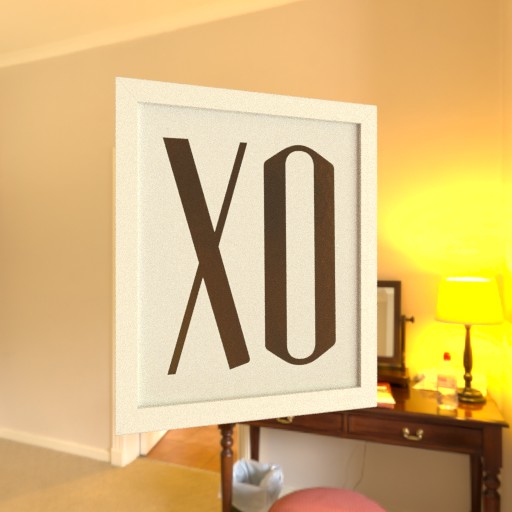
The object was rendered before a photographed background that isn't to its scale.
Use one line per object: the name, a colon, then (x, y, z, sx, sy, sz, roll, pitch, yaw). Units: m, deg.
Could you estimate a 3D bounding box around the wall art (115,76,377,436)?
wall art: (0.000, 0.000, 0.734, 0.444, 0.536, 0.020, 0, 0, -17)
